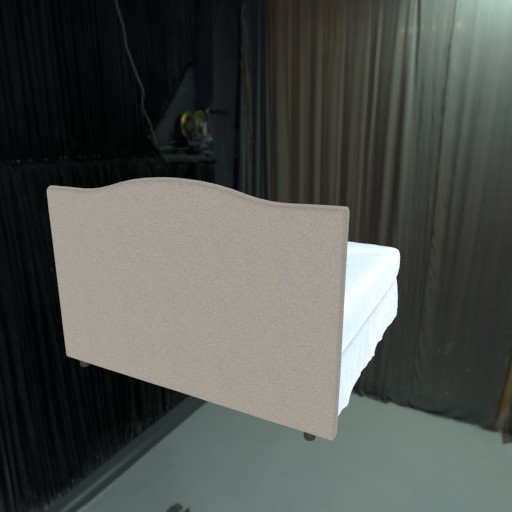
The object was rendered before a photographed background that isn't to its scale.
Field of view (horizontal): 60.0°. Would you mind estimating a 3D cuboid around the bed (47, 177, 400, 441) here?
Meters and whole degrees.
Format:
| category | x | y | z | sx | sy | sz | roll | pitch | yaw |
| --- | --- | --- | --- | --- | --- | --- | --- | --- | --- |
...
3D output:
| category | x | y | z | sx | sy | sz | roll | pitch | yaw |
| --- | --- | --- | --- | --- | --- | --- | --- | --- | --- |
| bed | 0.000 | 0.000 | 3.610 | 2.083 | 1.421 | 2.182 | 8 | 17 | 27 |
